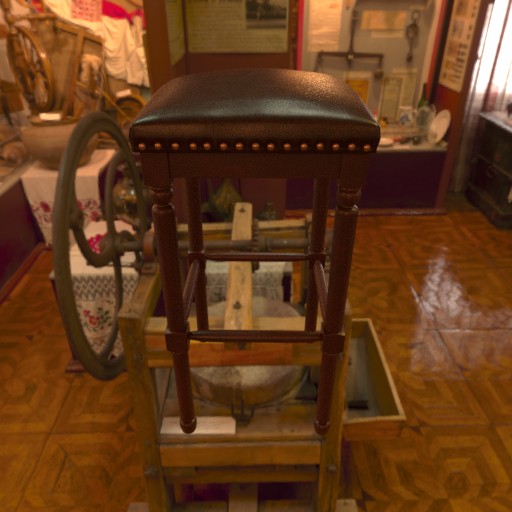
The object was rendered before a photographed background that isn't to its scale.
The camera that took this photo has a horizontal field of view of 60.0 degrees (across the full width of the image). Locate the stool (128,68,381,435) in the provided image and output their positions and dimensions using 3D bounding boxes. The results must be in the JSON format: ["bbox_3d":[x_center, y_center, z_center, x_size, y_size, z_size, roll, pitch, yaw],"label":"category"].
[{"bbox_3d":[0.000,0.000,0.989,0.382,0.768,0.383,0,31,1],"label":"stool"}]
